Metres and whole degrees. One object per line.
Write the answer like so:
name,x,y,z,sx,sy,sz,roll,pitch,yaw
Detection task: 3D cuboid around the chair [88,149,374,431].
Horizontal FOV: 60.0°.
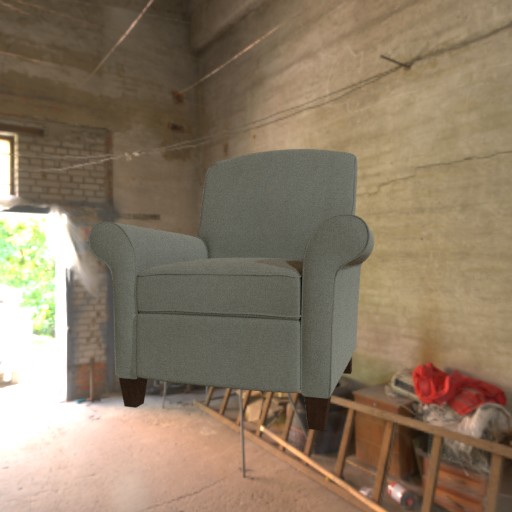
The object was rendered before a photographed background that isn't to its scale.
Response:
chair,0.000,0.000,1.839,0.978,1.061,0.905,0,0,18
